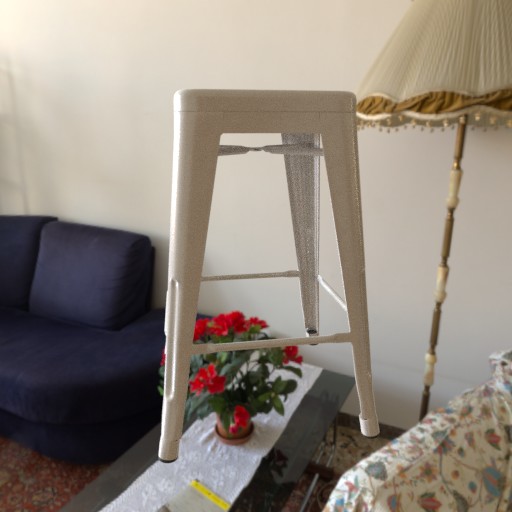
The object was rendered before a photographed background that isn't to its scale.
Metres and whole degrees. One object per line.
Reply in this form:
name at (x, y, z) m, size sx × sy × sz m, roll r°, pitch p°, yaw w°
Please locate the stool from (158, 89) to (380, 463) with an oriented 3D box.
stool at (0.000, 0.000, 0.893) m, size 0.406 × 0.610 × 0.406 m, roll -3°, pitch 16°, yaw -9°
